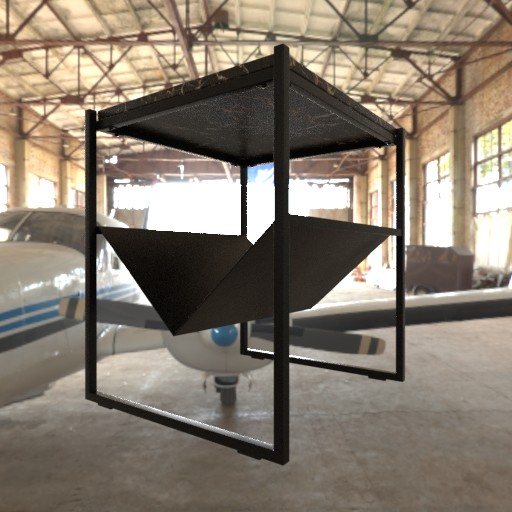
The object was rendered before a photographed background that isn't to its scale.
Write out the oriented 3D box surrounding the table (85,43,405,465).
[{"bbox_3d":[0.000,0.000,0.870,0.432,0.534,0.469,0,0,37],"label":"table"}]
